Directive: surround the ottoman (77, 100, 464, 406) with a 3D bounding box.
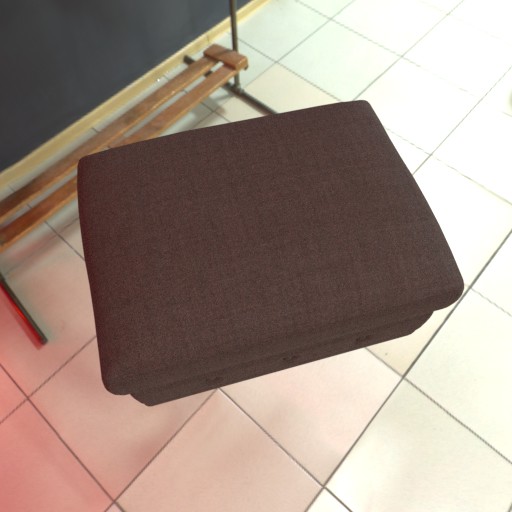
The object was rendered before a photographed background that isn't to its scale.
[{"bbox_3d":[0.000,0.000,1.204,0.809,0.555,0.599,-14,63,-7],"label":"ottoman"}]
